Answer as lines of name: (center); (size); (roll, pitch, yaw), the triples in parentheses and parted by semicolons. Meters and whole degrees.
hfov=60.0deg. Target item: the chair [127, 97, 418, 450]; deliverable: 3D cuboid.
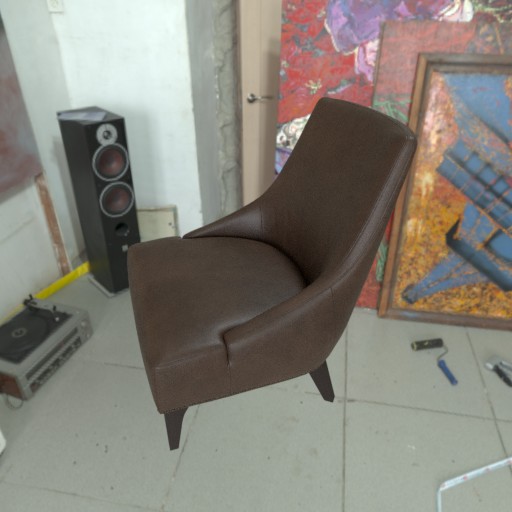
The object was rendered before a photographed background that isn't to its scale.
chair: (0.000, 0.000, 1.522); (0.861, 0.909, 0.701); (-10, 33, -16)
